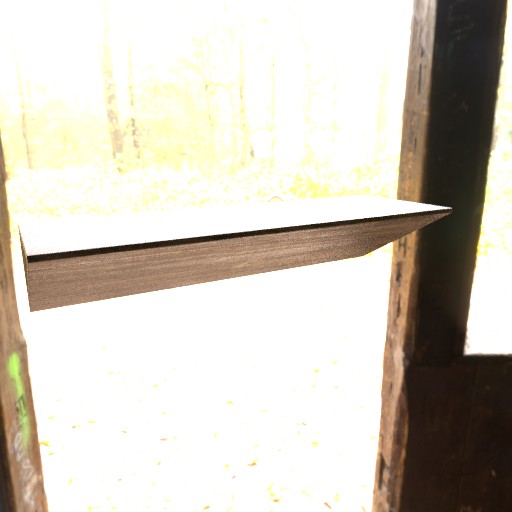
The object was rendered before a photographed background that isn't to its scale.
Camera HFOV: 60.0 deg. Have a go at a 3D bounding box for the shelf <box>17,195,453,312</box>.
[{"bbox_3d":[0.000,0.000,0.662,0.610,0.125,0.200,-8,17,-29],"label":"shelf"}]
